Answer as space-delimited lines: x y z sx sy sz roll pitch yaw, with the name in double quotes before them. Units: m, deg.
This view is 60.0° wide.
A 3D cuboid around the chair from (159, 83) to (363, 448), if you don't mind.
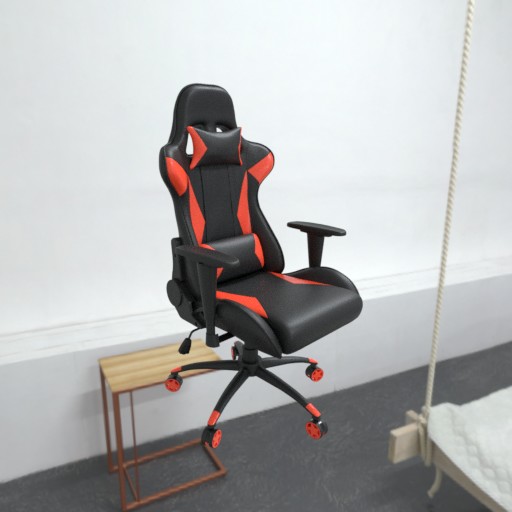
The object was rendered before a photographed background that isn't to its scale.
"chair" 0.000 0.000 1.715 0.730 1.282 0.695 15 22 42
